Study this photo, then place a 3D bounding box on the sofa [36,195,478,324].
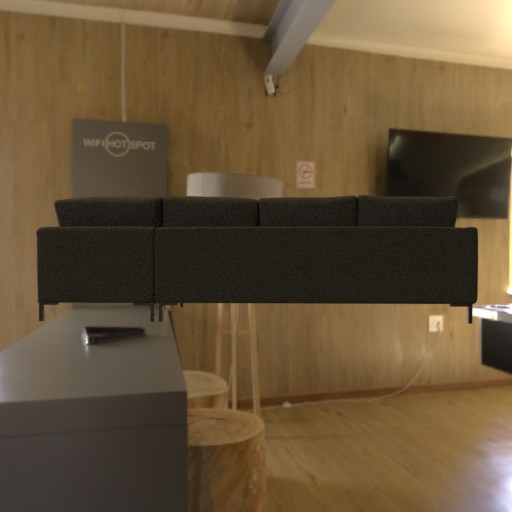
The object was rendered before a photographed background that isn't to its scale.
[{"bbox_3d":[0.000,0.000,3.888,2.975,0.858,1.984,0,1,2],"label":"sofa"}]
